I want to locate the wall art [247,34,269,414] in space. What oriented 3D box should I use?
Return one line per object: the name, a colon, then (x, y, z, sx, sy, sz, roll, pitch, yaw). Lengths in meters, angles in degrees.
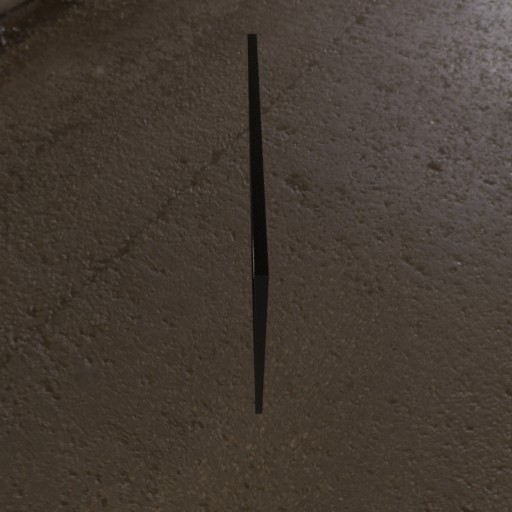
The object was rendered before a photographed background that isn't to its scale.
wall art: (0.000, 0.000, 0.626, 0.011, 0.459, 0.326, -1, 58, -1)
